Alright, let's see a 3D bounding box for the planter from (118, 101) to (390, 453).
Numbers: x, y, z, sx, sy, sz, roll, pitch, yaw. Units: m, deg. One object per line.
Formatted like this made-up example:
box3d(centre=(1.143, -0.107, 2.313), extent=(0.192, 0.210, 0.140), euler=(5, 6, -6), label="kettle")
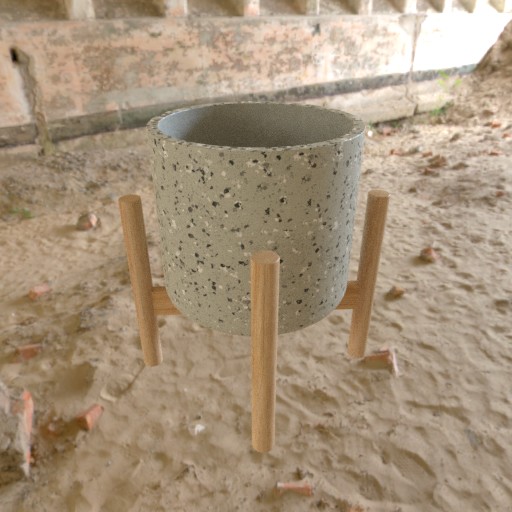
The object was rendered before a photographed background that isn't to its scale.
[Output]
box3d(centre=(0.000, 0.000, 0.537), extent=(0.284, 0.320, 0.284), euler=(10, 31, 17), label="planter")
